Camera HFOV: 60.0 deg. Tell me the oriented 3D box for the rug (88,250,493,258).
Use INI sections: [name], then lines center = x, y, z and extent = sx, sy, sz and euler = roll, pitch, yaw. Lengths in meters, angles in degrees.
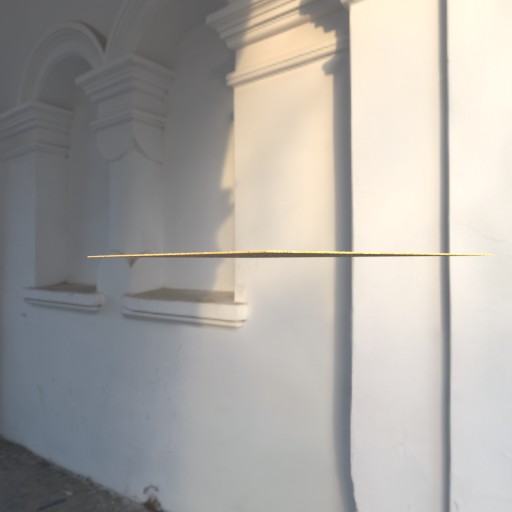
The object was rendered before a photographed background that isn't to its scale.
[rug]
center = 0.000, 0.000, 2.886
extent = 1.524, 0.006, 2.286
euler = 0, -1, -35
